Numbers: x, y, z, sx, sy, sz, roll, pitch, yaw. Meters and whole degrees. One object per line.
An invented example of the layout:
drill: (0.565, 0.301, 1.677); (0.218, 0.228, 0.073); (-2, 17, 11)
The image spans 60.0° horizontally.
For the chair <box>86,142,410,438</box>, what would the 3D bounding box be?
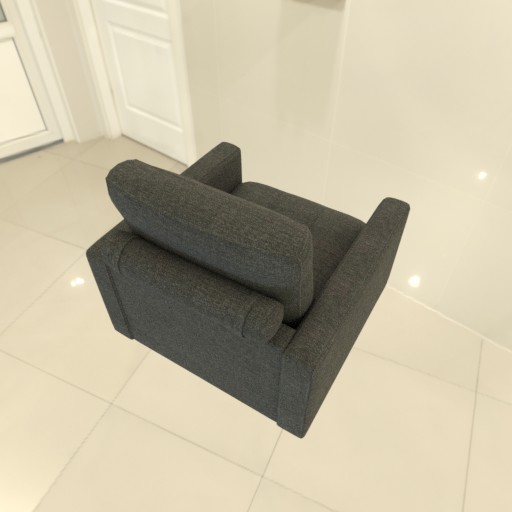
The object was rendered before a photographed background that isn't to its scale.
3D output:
chair: (0.000, 0.000, 1.571); (0.821, 0.880, 0.843); (24, 50, 21)
